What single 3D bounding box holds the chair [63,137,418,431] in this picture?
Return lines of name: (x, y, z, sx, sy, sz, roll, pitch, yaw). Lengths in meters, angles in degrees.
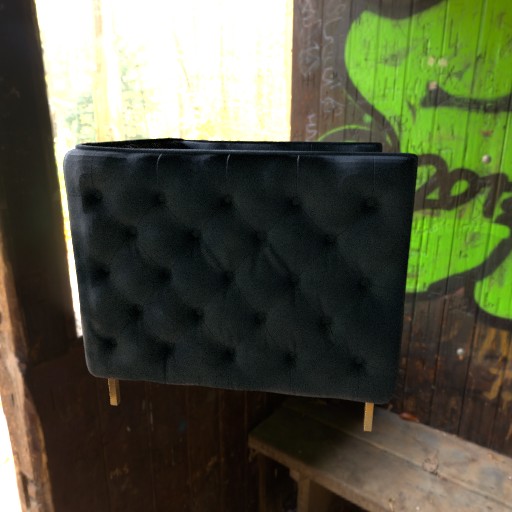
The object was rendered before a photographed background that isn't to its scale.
chair: (0.000, 0.000, 1.520, 0.877, 0.771, 0.868, 3, 16, 9)
